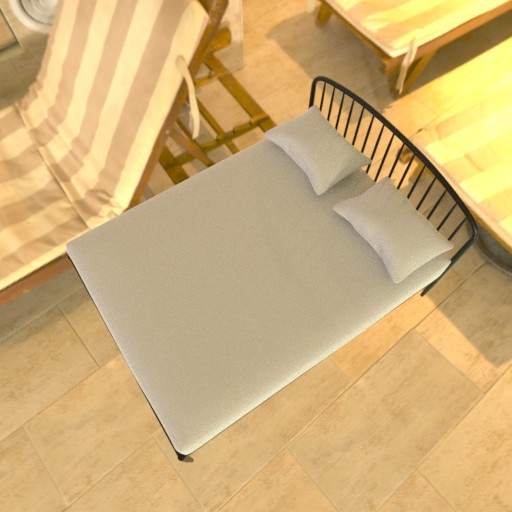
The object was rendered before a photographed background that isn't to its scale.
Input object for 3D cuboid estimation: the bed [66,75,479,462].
[{"bbox_3d":[0.000,0.000,3.023,2.159,1.166,1.618,-31,67,-15],"label":"bed"}]
